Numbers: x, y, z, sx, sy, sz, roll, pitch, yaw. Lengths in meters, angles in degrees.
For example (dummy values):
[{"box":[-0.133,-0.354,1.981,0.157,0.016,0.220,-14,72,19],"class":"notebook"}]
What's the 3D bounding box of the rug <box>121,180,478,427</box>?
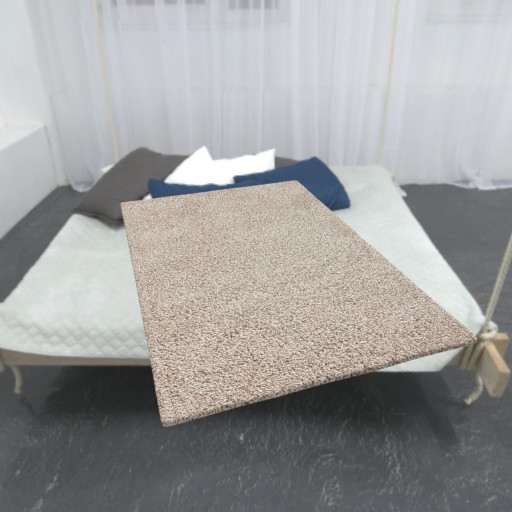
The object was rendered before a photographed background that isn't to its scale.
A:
[{"box":[0.000,0.000,2.268,1.219,0.030,1.778,-10,32,-16],"class":"rug"}]
